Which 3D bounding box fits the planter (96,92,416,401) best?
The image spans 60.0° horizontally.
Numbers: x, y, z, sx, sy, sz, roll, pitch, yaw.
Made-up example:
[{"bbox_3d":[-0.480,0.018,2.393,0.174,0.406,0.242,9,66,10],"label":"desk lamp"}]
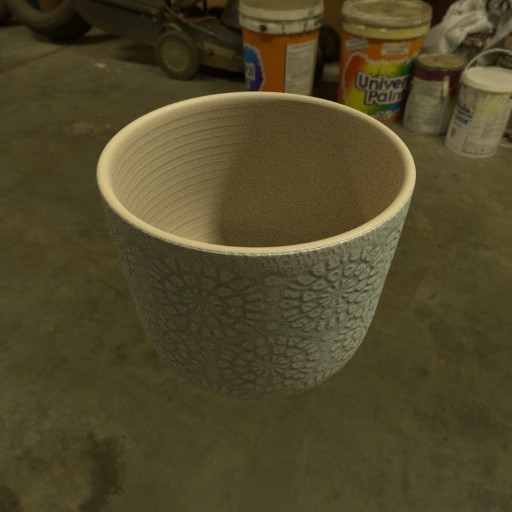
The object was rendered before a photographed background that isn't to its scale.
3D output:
[{"bbox_3d":[0.000,0.000,0.292,0.169,0.153,0.169,0,42,0],"label":"planter"}]
